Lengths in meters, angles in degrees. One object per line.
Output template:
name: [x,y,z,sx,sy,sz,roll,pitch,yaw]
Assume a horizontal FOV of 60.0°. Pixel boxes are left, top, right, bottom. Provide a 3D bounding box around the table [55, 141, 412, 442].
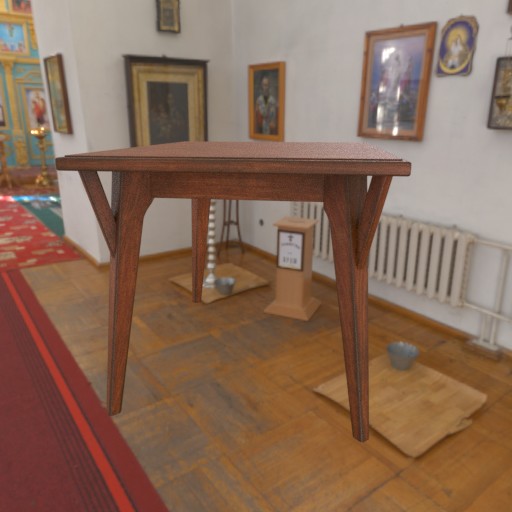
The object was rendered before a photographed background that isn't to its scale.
table: [0.000,0.000,1.595,0.838,0.761,0.991,3,17,9]
